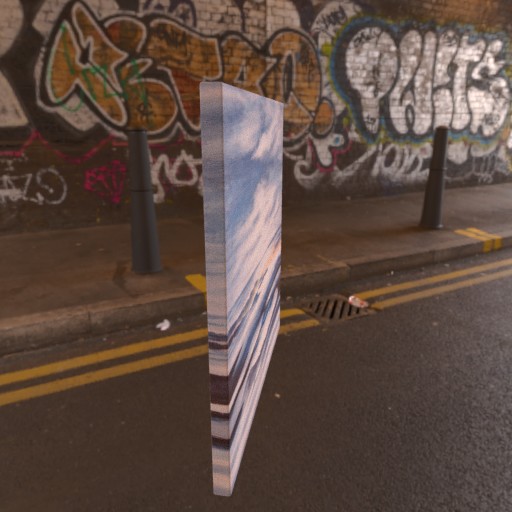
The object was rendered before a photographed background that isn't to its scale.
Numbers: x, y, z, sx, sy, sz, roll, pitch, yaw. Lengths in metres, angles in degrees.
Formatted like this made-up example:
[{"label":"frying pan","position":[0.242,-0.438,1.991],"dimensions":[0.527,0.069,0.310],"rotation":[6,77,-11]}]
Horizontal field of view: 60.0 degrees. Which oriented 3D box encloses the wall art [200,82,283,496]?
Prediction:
[{"label":"wall art","position":[0.000,0.000,1.099],"dimensions":[0.035,0.747,0.747],"rotation":[3,17,10]}]
